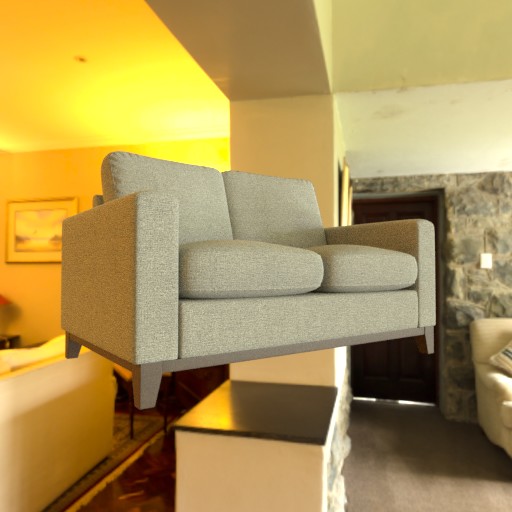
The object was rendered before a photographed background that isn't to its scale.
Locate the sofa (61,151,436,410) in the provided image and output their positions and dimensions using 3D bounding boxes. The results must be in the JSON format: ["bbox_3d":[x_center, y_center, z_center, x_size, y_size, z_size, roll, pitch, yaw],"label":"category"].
[{"bbox_3d":[0.000,0.000,1.955,1.420,0.873,0.917,1,-2,-36],"label":"sofa"}]
